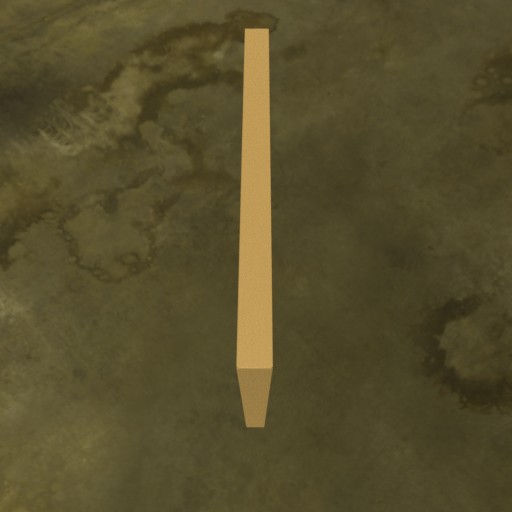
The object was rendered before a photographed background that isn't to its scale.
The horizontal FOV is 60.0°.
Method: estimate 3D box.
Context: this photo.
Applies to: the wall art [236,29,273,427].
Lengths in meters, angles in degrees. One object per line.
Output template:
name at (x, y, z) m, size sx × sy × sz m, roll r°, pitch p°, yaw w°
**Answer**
wall art at (0.000, 0.000, 0.777) m, size 0.036 × 0.509 × 0.509 m, roll 0°, pitch 63°, yaw 0°
